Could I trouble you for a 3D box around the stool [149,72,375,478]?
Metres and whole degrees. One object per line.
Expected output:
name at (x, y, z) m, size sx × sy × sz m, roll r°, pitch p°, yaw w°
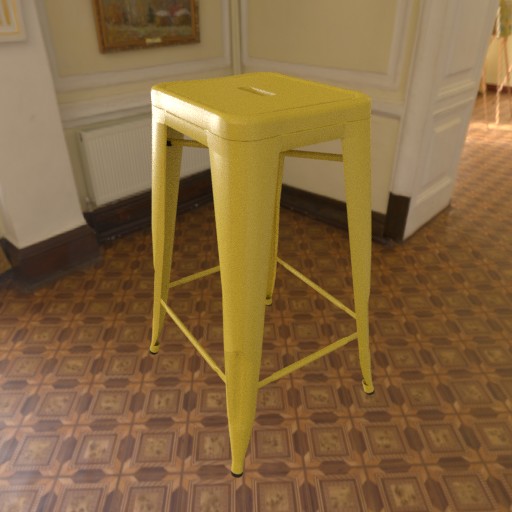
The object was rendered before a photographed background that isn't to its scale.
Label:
stool at (0.000, 0.000, 0.850) m, size 0.359 × 0.609 × 0.399 m, roll -20°, pitch 36°, yaw -29°
